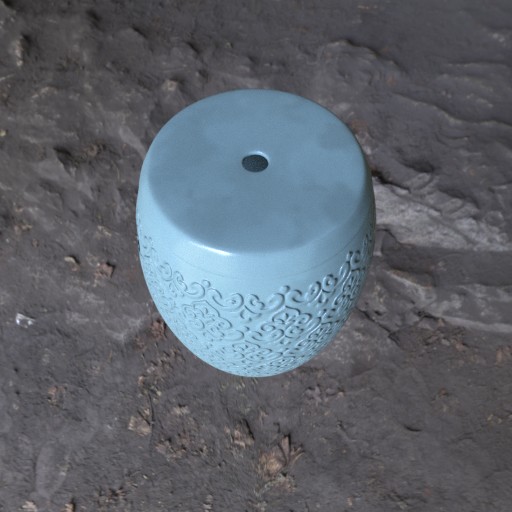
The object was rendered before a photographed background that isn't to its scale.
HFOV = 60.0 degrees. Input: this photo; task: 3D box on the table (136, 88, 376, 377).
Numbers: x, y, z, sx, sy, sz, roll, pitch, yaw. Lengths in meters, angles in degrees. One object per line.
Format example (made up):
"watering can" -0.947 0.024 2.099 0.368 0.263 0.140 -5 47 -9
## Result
"table" 0.000 0.000 0.633 0.309 0.397 0.309 0 60 0
